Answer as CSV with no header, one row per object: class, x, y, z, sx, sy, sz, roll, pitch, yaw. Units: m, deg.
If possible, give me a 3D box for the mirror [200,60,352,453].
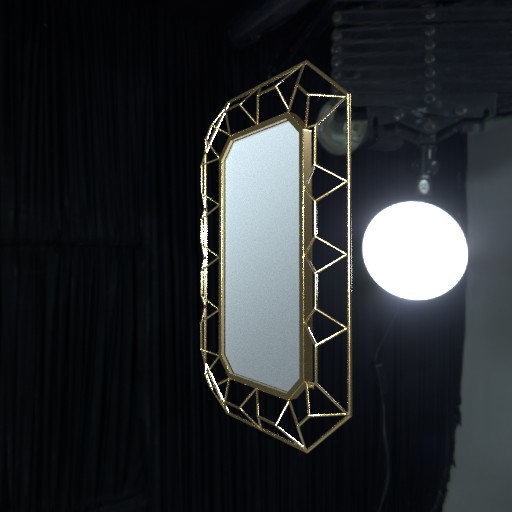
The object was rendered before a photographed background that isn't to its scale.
mirror,0.000,0.000,1.095,0.051,0.870,0.572,1,-1,-37
